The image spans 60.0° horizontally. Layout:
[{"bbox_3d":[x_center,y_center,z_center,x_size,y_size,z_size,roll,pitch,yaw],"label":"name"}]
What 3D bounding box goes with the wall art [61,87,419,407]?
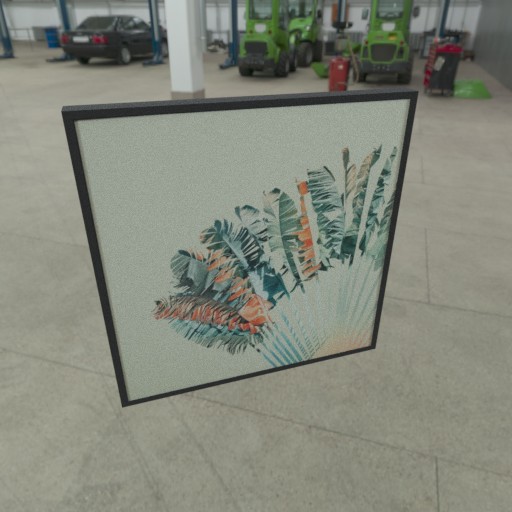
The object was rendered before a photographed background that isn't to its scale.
[{"bbox_3d":[0.000,0.000,0.744,0.509,0.507,0.037,-9,30,-16],"label":"wall art"}]
